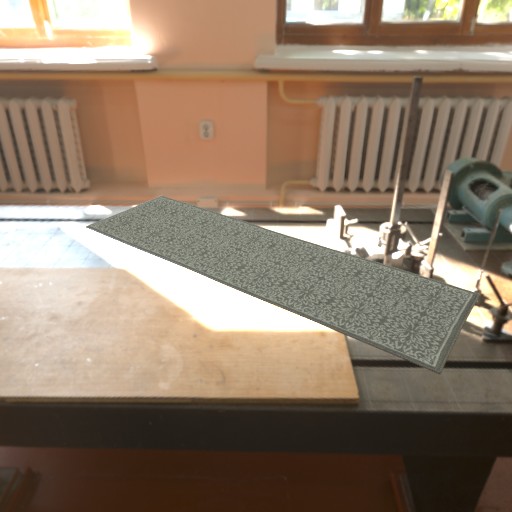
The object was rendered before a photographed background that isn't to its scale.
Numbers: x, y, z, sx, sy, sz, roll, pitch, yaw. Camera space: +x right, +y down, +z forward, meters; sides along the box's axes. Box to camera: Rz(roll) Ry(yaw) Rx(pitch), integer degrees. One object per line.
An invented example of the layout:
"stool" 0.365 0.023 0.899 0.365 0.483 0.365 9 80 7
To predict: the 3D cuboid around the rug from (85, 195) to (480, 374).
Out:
"rug" 0.000 0.000 2.466 2.196 0.011 0.662 19 35 31
